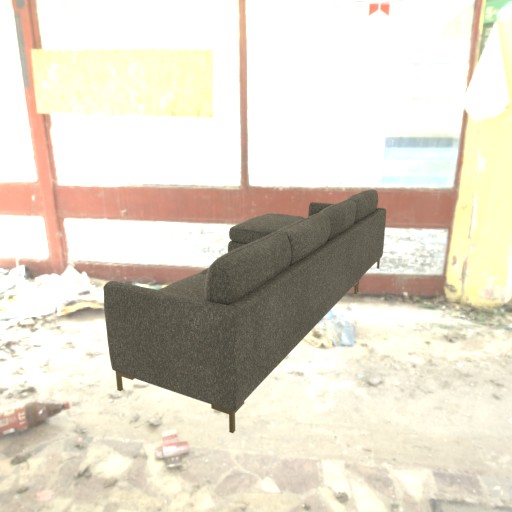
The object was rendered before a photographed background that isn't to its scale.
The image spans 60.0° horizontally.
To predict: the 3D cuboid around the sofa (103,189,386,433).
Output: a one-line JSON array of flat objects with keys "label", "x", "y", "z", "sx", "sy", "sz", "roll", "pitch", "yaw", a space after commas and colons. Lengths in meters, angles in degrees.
[{"label": "sofa", "x": 0.000, "y": 0.000, "z": 3.460, "sx": 1.350, "sy": 0.810, "sz": 2.932, "roll": 9, "pitch": 18, "yaw": 27}]
